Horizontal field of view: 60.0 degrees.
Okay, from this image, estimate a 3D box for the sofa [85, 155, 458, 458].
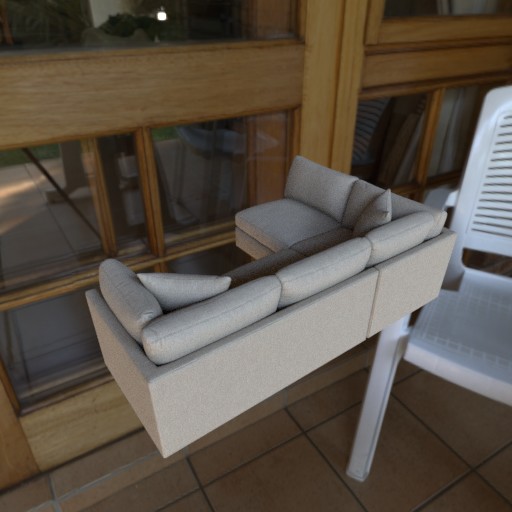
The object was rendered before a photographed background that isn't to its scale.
[{"bbox_3d":[0.000,0.000,3.882,2.896,0.978,1.994,-21,37,-31],"label":"sofa"}]
